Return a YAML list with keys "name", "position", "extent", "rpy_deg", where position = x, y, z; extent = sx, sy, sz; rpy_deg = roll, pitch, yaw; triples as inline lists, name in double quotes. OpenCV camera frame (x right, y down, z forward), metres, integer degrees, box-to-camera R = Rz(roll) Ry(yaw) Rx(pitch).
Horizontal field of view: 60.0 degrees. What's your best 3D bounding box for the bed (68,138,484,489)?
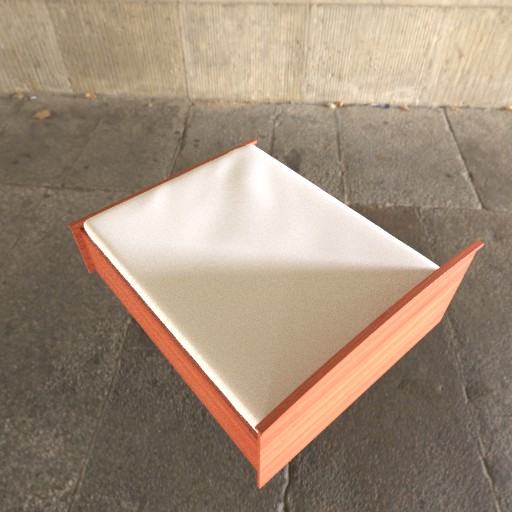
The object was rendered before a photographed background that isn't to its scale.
- name: "bed"
  position: [0.000, 0.000, 2.961]
  extent: [1.683, 0.848, 2.053]
  rpy_deg: [-32, 54, -26]
